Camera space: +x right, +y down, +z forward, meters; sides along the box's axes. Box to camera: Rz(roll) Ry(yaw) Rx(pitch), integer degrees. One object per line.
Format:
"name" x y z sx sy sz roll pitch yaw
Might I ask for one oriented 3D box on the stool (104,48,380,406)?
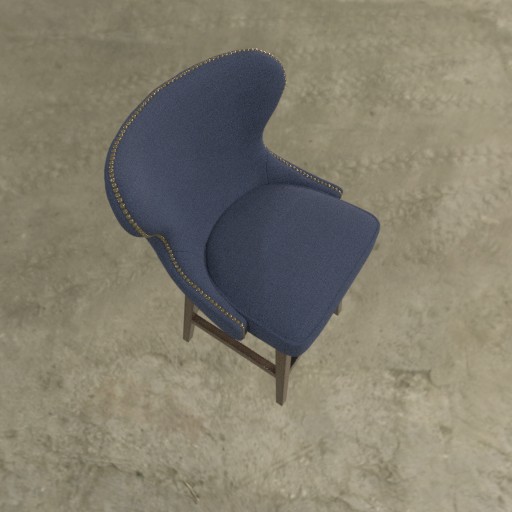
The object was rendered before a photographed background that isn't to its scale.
"stool" 0.000 0.000 1.361 0.597 0.972 0.615 29 62 17
